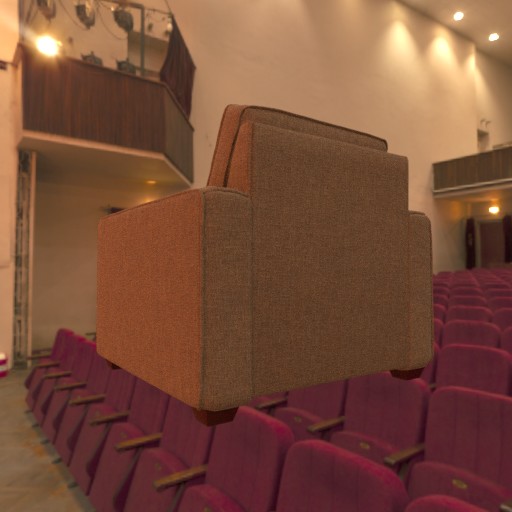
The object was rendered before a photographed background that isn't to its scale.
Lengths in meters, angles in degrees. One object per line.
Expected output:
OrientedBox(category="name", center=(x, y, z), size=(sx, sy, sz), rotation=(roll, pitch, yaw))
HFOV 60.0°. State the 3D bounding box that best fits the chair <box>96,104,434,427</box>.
OrientedBox(category="chair", center=(0.000, 0.000, 1.757), size=(1.016, 0.914, 0.940), rotation=(1, -2, -35))
